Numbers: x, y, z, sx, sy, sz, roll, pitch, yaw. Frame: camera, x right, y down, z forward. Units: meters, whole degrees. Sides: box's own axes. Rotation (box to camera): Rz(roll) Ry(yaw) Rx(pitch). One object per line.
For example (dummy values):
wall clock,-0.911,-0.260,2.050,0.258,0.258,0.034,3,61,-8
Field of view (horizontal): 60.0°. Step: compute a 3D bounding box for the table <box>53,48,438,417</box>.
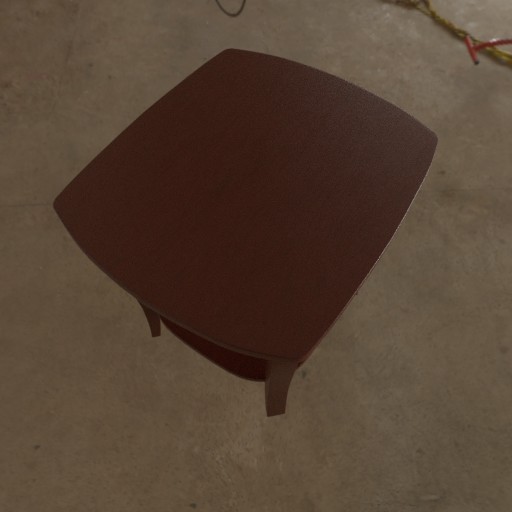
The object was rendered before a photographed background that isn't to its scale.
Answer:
table,0.000,0.000,0.859,0.433,0.496,0.502,30,64,17
